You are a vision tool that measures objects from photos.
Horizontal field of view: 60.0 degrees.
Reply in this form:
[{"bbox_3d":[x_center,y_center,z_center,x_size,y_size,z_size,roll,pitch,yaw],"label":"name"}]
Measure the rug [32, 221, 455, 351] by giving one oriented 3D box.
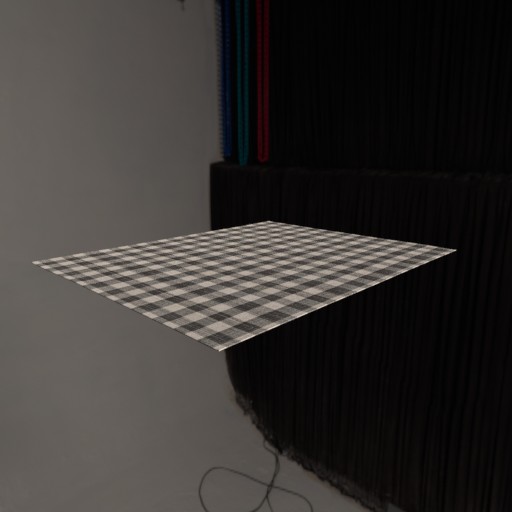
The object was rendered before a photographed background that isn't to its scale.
[{"bbox_3d":[0.000,0.000,4.030,2.432,0.013,3.021,13,19,43],"label":"rug"}]
